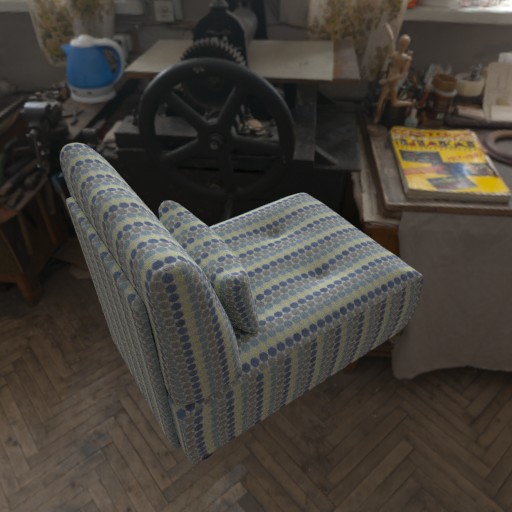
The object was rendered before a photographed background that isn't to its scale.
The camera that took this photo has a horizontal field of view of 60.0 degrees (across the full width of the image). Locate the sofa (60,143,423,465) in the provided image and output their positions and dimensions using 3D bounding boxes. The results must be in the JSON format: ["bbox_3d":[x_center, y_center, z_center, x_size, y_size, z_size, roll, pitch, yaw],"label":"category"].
[{"bbox_3d":[0.000,0.000,1.529,1.000,0.820,0.700,-24,46,-25],"label":"sofa"}]
